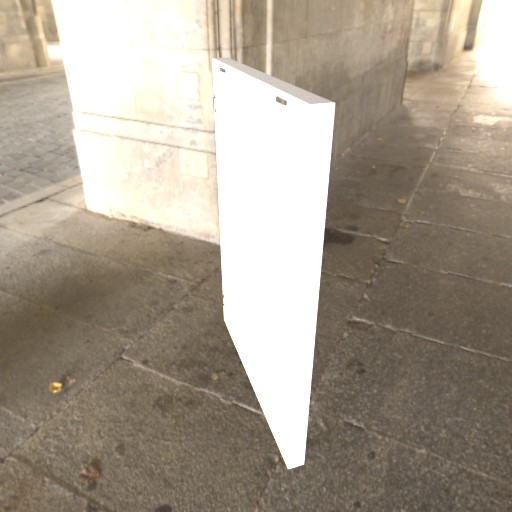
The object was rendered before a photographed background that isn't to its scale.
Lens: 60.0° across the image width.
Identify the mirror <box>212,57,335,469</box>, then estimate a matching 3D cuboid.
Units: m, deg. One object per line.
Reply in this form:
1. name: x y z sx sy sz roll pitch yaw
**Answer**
1. mirror: 0.000 0.000 0.928 0.040 0.710 0.507 -9 31 -16
